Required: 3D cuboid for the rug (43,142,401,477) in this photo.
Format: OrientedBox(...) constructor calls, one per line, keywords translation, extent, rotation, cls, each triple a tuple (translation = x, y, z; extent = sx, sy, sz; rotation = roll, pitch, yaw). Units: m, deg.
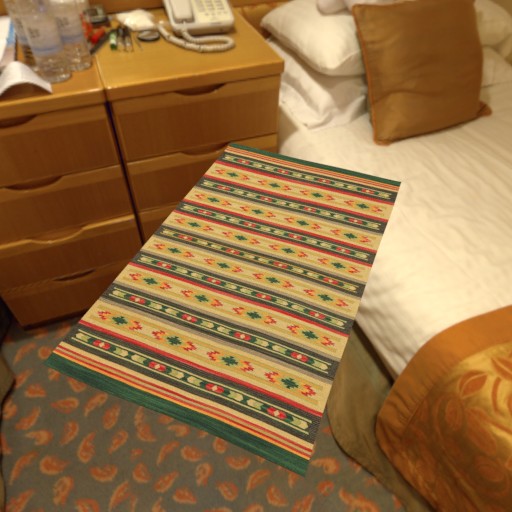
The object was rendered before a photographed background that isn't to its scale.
OrientedBox(translation=(0.000, 0.000, 3.014), extent=(1.520, 0.011, 2.447), rotation=(17, 48, 16), cls="rug")
